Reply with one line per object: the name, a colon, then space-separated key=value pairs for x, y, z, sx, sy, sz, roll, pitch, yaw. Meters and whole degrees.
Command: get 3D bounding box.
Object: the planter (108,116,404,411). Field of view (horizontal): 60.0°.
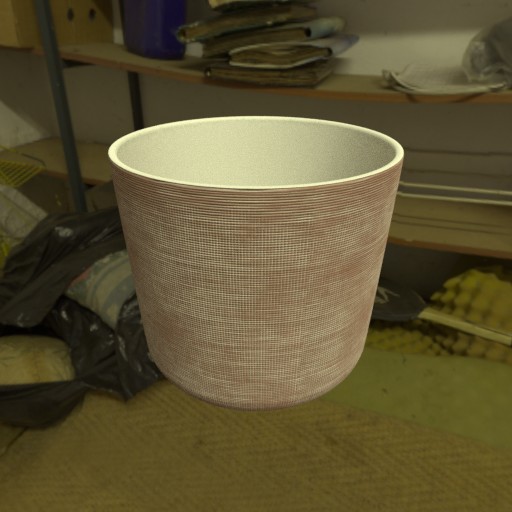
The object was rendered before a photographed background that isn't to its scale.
planter: x=0.000 y=0.000 z=0.778 sx=0.440 sy=0.398 sz=0.440 roll=0 pitch=27 yaw=0
